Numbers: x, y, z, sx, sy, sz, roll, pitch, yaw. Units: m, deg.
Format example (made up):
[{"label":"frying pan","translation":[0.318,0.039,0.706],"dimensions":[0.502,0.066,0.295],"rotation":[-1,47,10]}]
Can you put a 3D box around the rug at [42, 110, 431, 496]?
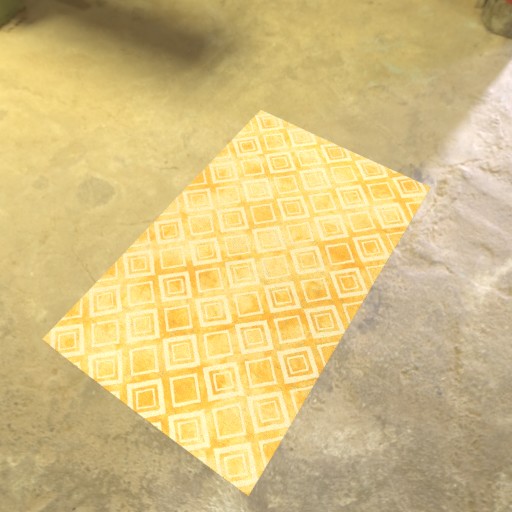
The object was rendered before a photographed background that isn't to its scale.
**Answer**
[{"label":"rug","translation":[0.000,0.000,2.983],"dimensions":[1.511,0.010,2.424],"rotation":[30,63,17]}]
